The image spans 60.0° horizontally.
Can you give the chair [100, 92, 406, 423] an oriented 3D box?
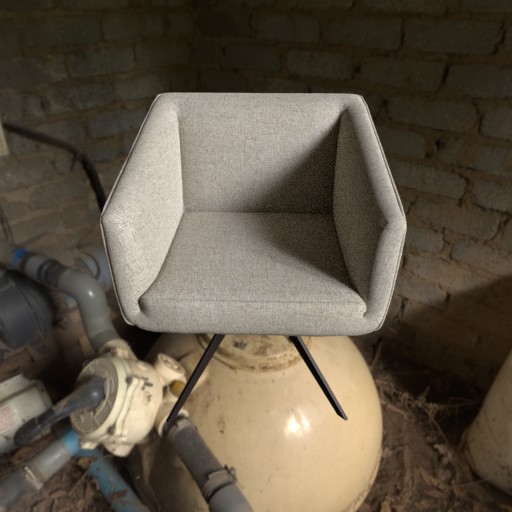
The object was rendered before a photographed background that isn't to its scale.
[{"bbox_3d":[0.000,0.000,1.245,0.628,0.760,0.623,1,31,2],"label":"chair"}]
